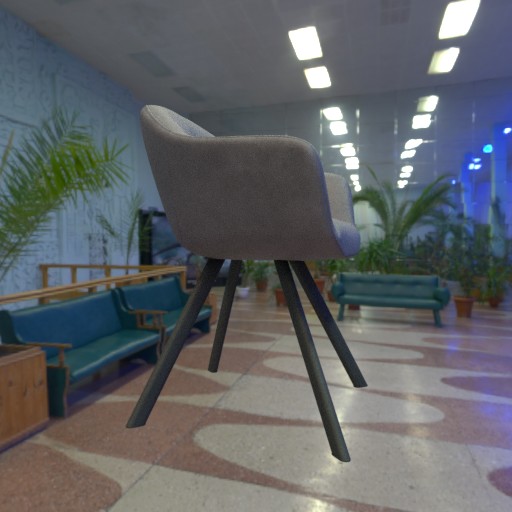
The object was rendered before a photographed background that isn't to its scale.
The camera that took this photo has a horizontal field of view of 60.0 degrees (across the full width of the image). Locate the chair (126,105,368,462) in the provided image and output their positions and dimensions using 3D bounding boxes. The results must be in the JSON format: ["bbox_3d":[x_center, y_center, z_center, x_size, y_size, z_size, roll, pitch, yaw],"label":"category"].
[{"bbox_3d":[0.000,0.000,1.160,0.544,0.781,0.567,1,3,18],"label":"chair"}]
